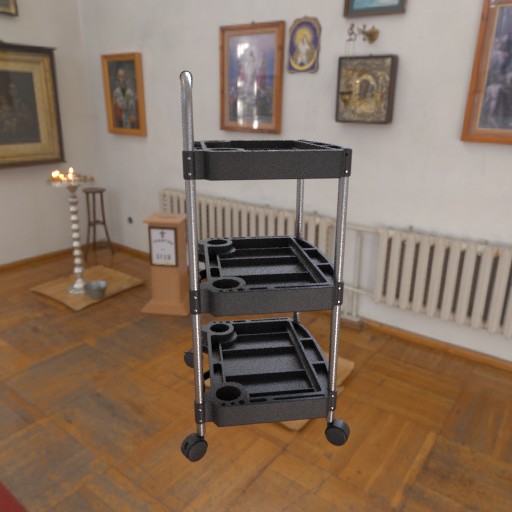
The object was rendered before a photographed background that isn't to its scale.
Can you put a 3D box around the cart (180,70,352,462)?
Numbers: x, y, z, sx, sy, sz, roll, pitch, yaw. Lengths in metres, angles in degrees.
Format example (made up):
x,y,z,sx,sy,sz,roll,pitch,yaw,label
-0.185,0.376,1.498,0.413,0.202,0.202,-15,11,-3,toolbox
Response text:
x,y,z,sx,sy,sz,roll,pitch,yaw,label
0.000,0.000,1.431,0.518,1.075,0.584,-2,17,-8,cart
